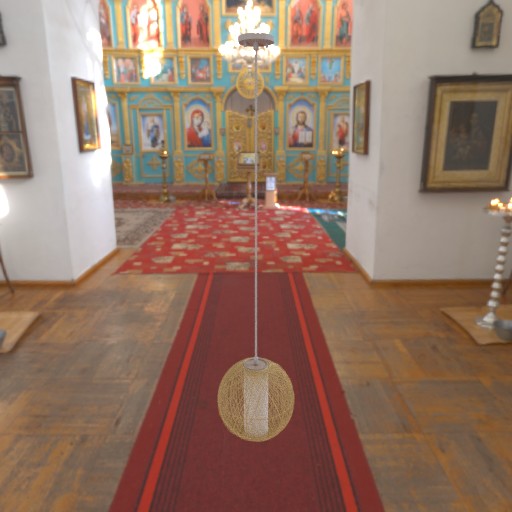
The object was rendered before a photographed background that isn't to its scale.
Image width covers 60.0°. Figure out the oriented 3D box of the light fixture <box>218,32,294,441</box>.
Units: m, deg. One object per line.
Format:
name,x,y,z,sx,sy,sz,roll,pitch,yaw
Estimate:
light fixture,0.000,0.000,2.157,0.406,1.955,0.407,13,19,43
